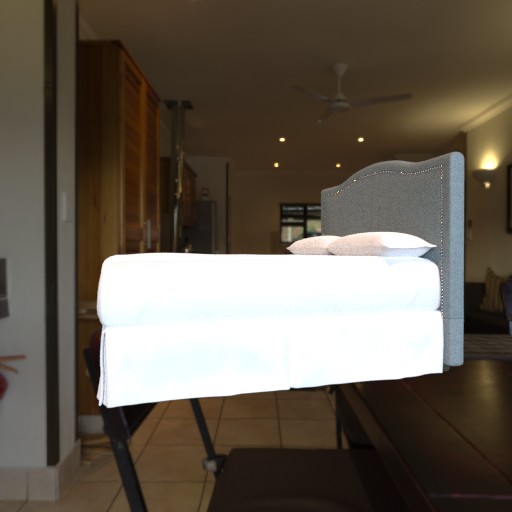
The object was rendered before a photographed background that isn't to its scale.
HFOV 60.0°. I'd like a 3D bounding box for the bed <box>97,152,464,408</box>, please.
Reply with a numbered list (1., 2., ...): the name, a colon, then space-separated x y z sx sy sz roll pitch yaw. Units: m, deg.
1. bed: 0.000 0.000 3.211 2.143 1.460 1.753 0 1 -18
